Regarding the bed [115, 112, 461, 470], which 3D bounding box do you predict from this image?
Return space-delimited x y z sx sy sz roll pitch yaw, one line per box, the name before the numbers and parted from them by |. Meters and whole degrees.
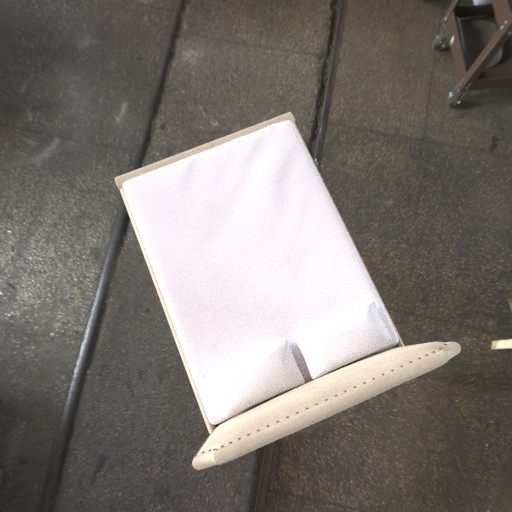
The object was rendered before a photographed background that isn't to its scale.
bed | 0.000 0.000 3.397 1.712 1.443 2.372 -22 77 -5
